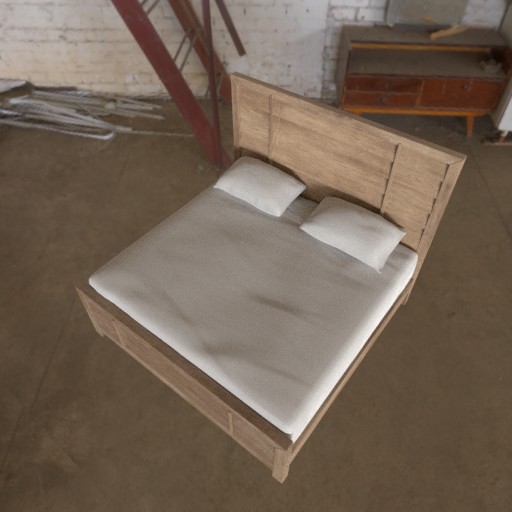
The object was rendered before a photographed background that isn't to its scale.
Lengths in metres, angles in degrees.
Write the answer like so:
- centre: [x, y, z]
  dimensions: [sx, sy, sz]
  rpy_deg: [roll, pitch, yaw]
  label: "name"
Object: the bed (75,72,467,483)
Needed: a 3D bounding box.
- centre: [0.000, 0.000, 3.466]
  dimensions: [2.032, 1.626, 2.032]
  rpy_deg: [30, 54, 25]
  label: "bed"
